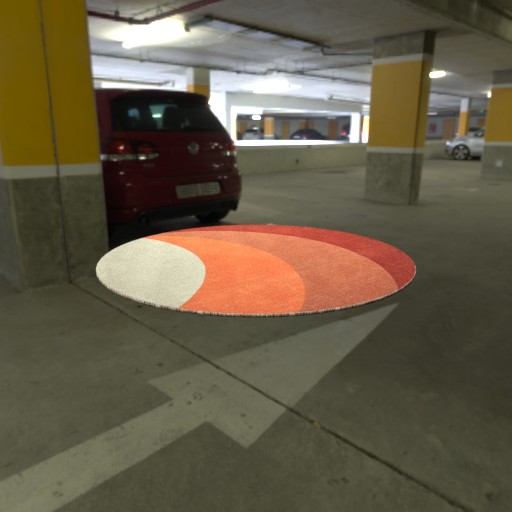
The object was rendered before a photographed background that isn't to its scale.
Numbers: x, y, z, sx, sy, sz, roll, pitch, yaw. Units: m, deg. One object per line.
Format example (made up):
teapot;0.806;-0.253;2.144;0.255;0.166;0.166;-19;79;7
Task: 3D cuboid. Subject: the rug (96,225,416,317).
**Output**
rug;0.000;0.000;2.219;1.514;0.015;1.514;0;15;0
